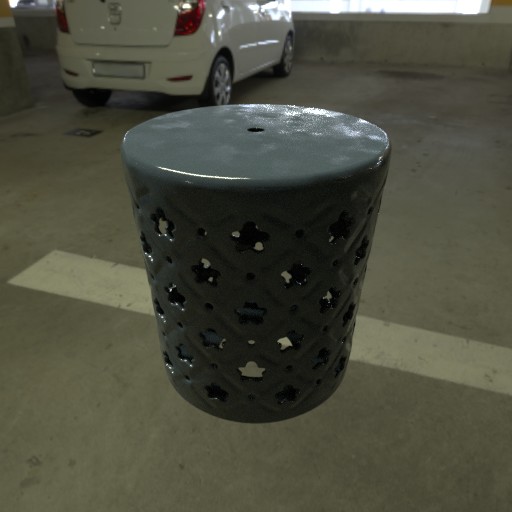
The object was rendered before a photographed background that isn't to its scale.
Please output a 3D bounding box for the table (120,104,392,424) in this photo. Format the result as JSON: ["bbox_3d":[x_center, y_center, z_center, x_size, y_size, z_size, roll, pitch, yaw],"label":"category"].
[{"bbox_3d":[0.000,0.000,0.681,0.352,0.387,0.352,0,31,0],"label":"table"}]
